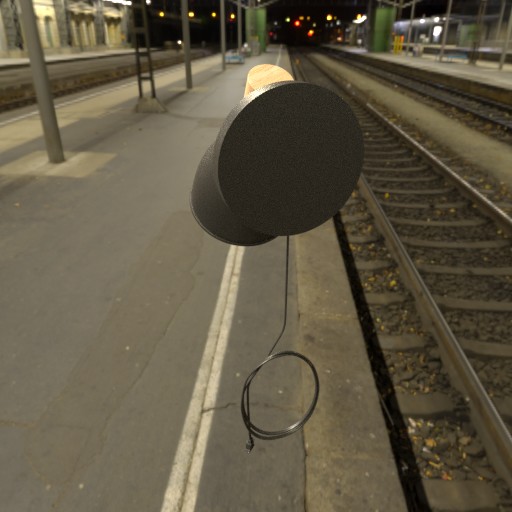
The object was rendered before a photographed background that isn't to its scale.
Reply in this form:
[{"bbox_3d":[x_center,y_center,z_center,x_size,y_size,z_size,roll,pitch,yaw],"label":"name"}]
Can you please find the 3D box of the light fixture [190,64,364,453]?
[{"bbox_3d":[0.000,0.000,0.502,0.127,0.401,0.203,-8,28,-16],"label":"light fixture"}]
